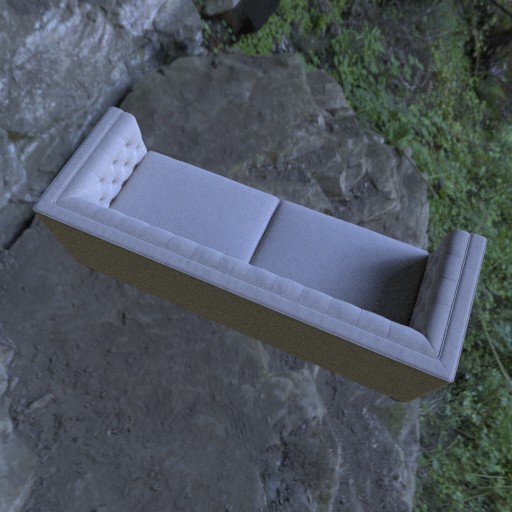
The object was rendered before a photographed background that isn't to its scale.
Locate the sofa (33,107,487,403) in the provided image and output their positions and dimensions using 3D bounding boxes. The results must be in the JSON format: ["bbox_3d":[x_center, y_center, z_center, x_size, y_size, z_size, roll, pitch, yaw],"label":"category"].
[{"bbox_3d":[0.000,0.000,2.550,2.159,0.762,0.775,21,66,10],"label":"sofa"}]
